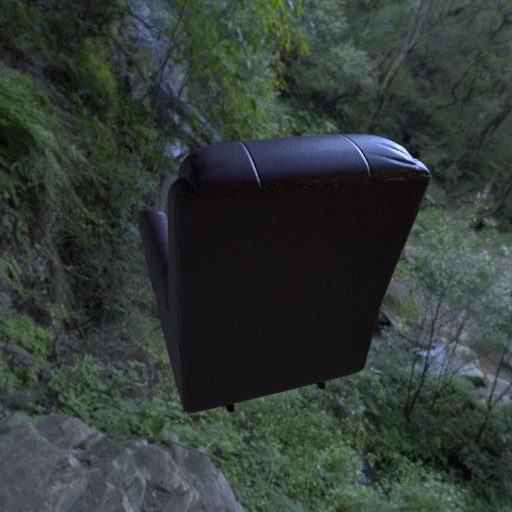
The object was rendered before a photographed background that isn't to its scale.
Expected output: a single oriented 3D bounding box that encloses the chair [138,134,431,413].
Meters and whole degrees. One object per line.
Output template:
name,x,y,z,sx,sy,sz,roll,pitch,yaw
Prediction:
chair,0.000,0.000,1.779,0.838,1.054,1.014,-8,27,-17
